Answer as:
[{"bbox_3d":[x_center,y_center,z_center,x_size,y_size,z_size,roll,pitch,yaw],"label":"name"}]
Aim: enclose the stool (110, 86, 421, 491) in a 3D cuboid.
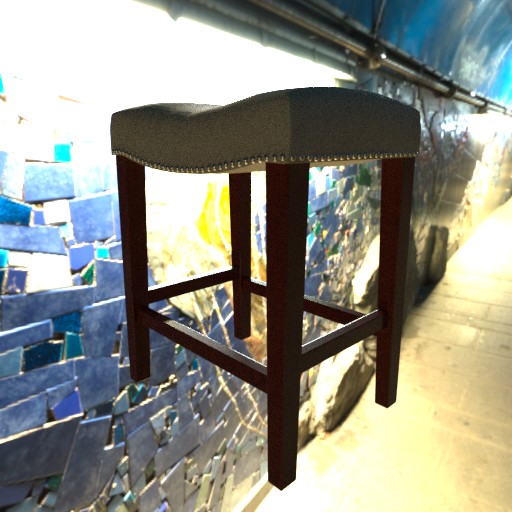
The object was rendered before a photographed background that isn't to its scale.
[{"bbox_3d":[0.000,0.000,0.933,0.375,0.632,0.509,-14,20,-42],"label":"stool"}]
